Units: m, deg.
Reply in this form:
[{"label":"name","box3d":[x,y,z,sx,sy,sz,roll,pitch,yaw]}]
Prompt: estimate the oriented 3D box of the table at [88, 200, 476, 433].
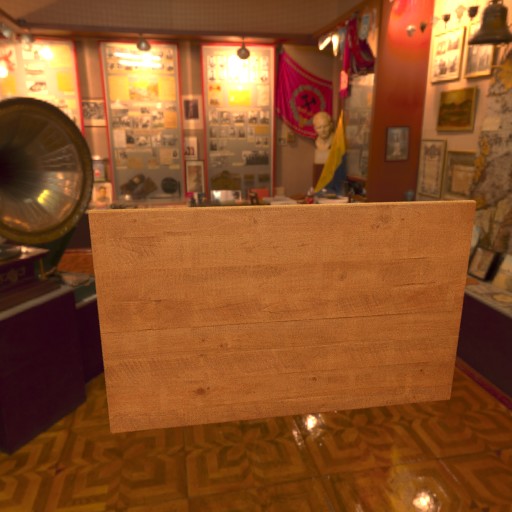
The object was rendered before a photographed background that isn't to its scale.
[{"label":"table","box3d":[0.000,0.000,3.063,1.707,1.041,2.149,-2,16,-9]}]
